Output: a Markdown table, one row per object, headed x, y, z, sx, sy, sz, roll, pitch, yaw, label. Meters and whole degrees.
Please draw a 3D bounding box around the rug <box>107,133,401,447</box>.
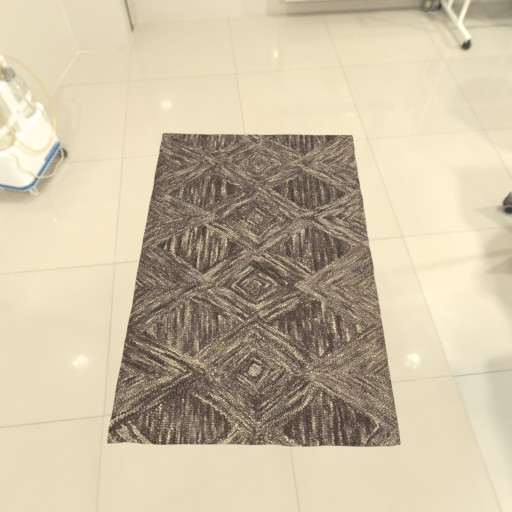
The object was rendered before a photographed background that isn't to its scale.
| x | y | z | sx | sy | sz | roll | pitch | yaw | label |
| --- | --- | --- | --- | --- | --- | --- | --- | --- | --- |
| 0.000 | 0.000 | 2.269 | 1.186 | 0.012 | 1.814 | 0 | 57 | 0 | rug |
